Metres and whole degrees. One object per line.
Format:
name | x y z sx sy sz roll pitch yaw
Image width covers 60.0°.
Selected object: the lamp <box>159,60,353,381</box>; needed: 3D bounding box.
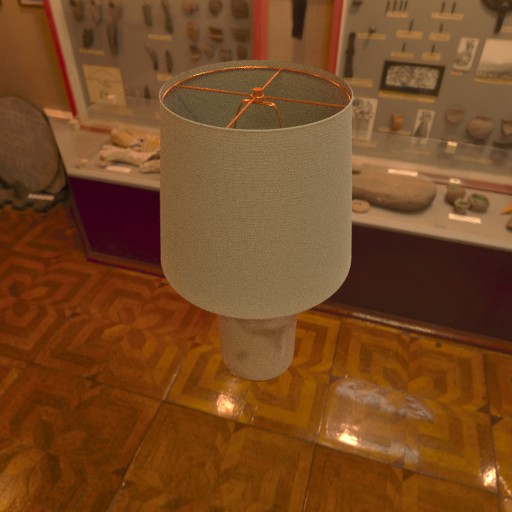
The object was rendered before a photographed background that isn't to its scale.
lamp | 0.000 0.000 0.454 0.189 0.340 0.189 0 40 0
